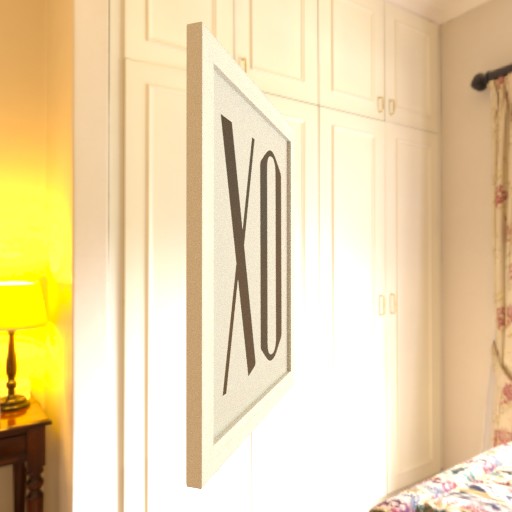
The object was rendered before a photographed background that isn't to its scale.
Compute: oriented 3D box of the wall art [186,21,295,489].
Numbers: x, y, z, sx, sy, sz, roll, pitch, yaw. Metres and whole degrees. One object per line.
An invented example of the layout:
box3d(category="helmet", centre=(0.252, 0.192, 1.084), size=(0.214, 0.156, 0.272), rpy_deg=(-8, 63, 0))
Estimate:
box3d(category="wall art", centre=(0.000, 0.000, 0.721), size=(0.020, 0.536, 0.444), rpy_deg=(0, 0, 19))
